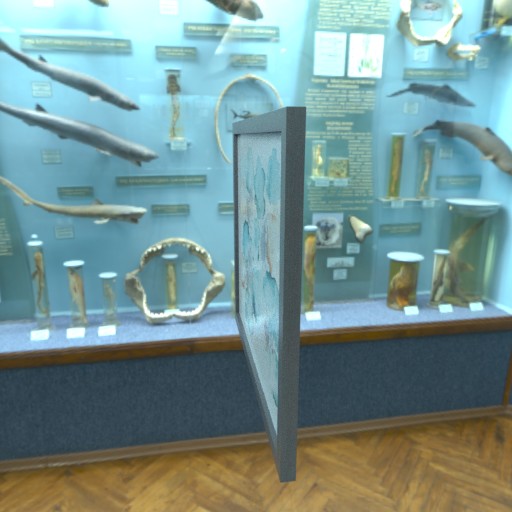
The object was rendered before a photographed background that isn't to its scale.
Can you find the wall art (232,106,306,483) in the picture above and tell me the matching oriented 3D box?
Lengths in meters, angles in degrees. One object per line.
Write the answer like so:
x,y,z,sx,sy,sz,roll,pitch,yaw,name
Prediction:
0.000,0.000,0.936,0.026,0.558,0.660,-2,15,-8,wall art
